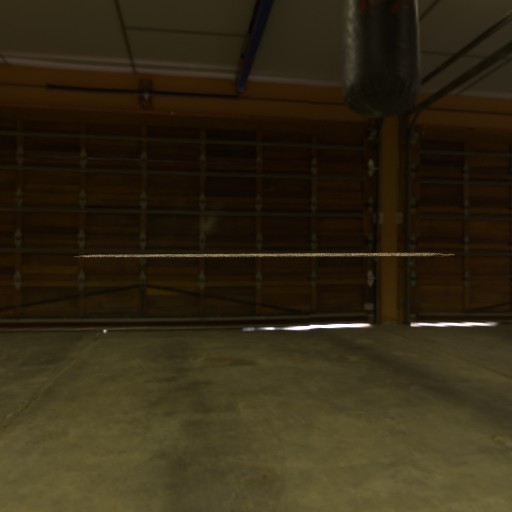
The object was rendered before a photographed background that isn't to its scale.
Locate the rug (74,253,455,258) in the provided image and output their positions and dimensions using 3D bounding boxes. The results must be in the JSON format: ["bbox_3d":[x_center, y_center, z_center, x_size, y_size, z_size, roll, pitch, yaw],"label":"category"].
[{"bbox_3d":[0.000,0.000,2.828,2.378,0.018,1.324,0,-1,37],"label":"rug"}]
